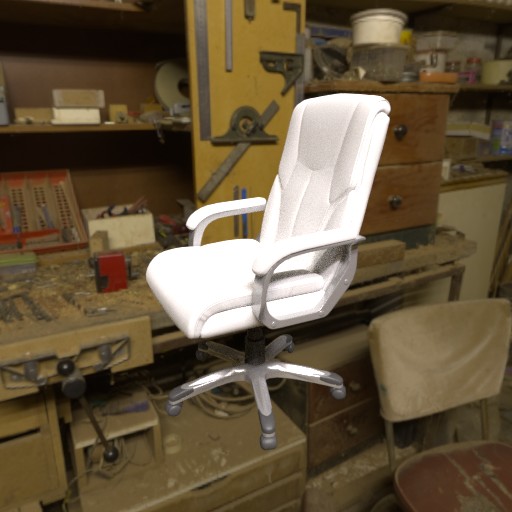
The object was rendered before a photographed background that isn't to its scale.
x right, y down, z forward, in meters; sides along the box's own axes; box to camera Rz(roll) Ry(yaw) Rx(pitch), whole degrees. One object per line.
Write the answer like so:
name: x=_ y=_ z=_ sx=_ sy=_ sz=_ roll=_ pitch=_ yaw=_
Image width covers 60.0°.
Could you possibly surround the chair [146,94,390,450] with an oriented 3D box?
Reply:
chair: x=0.000 y=0.000 z=1.611 sx=0.738 sy=1.120 sz=0.687 roll=-9 pitch=20 yaw=-25
